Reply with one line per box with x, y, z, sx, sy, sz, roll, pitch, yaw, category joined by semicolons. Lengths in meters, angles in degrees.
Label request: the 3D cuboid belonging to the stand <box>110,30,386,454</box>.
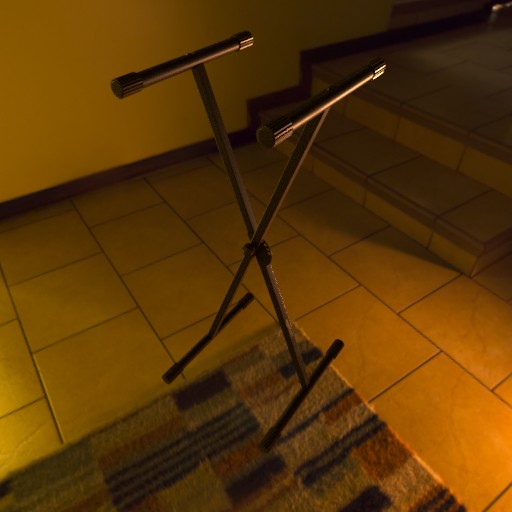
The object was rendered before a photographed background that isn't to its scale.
0.000;0.000;1.143;0.409;0.940;0.449;25;47;26;stand
